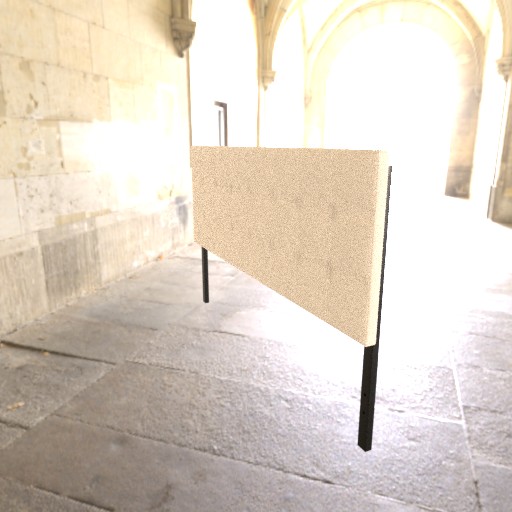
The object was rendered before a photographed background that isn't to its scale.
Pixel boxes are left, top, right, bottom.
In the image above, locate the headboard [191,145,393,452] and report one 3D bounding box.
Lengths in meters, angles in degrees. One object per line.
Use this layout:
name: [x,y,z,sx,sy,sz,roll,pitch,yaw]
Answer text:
headboard: [0.000,0.000,2.941,0.120,1.410,2.362,-7,16,-25]
